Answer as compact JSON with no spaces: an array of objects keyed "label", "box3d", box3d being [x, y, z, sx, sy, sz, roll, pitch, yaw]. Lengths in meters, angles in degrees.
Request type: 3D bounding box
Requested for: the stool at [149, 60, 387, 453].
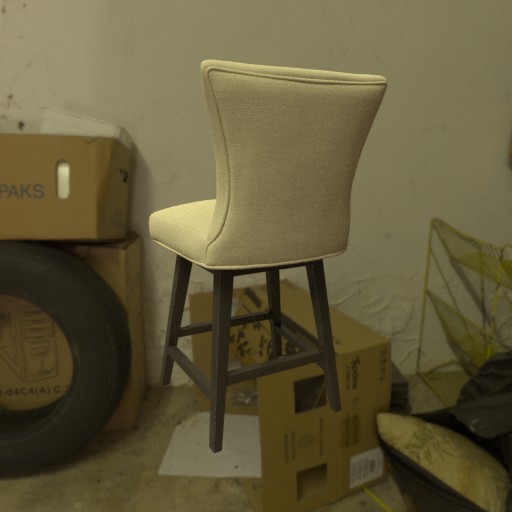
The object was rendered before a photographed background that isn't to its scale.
[{"label":"stool","box3d":[0.000,0.000,1.346,0.514,1.000,0.574,-7,16,-27]}]
